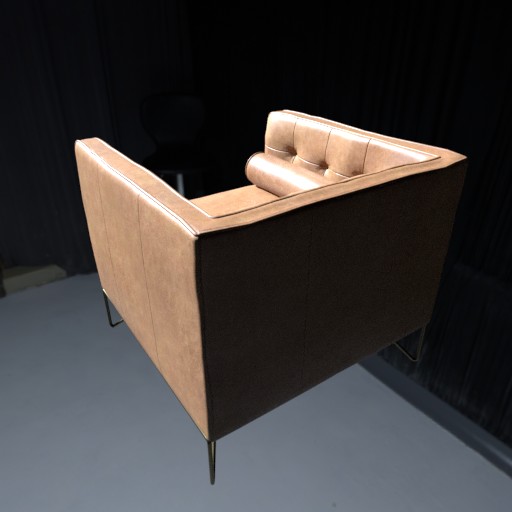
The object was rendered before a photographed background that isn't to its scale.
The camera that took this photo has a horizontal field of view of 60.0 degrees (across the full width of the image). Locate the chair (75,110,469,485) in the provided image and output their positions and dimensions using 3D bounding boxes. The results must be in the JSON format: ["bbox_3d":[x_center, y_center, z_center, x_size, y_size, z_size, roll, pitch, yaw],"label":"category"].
[{"bbox_3d":[0.000,0.000,1.569,0.920,0.797,0.912,-19,34,-30],"label":"chair"}]
